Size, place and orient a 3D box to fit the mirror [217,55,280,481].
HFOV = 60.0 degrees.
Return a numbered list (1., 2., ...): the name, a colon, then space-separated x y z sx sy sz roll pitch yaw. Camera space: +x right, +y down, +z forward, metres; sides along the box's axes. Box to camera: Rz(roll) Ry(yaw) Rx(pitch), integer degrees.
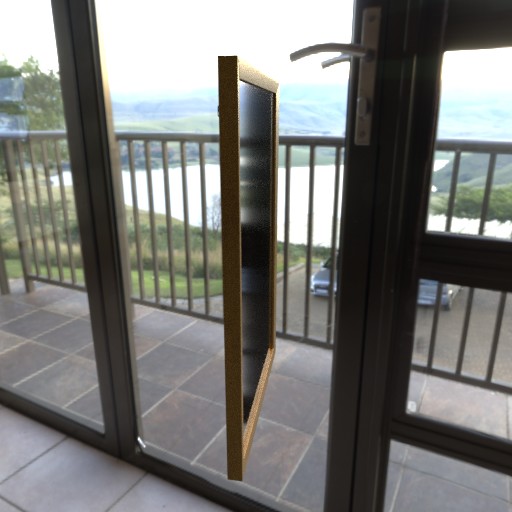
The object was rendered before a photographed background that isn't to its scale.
1. mirror: 0.000 0.000 1.189 0.040 0.915 0.609 3 18 9
